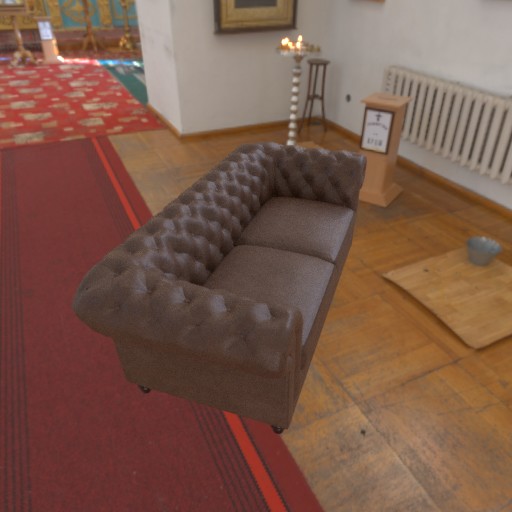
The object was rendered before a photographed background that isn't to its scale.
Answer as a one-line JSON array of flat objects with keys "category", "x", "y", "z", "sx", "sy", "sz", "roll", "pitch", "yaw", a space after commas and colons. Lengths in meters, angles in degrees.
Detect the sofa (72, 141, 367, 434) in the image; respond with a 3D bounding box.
[{"category": "sofa", "x": 0.000, "y": 0.000, "z": 2.567, "sx": 0.955, "sy": 0.784, "sz": 2.048, "roll": 11, "pitch": 34, "yaw": 17}]
